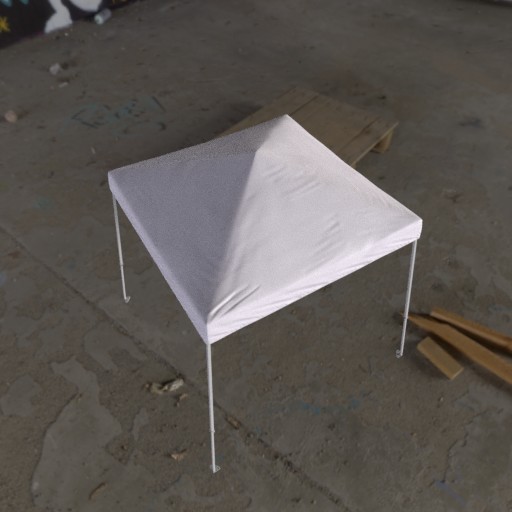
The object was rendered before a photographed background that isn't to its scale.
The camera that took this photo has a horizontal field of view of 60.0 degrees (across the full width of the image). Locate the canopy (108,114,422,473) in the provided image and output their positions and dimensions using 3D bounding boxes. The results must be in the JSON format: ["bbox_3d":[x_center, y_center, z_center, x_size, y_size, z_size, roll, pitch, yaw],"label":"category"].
[{"bbox_3d":[0.000,0.000,5.202,2.850,2.850,2.849,-24,51,-21],"label":"canopy"}]
